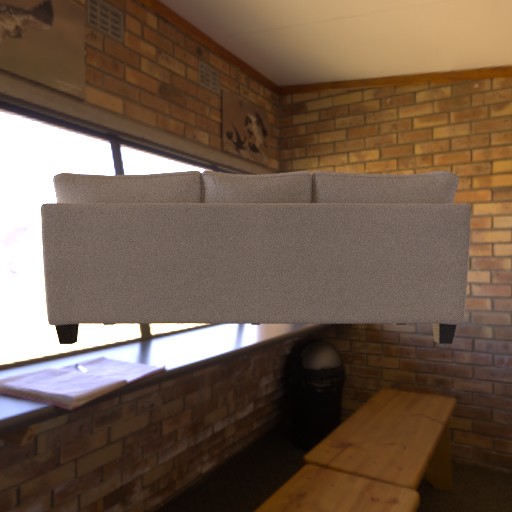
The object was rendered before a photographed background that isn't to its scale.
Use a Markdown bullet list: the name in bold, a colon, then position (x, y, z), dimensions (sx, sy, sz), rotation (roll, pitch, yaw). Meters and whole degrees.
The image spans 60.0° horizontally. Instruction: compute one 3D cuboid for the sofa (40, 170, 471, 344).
- **sofa**: position (0.000, 0.000, 2.841), dimensions (2.323, 0.991, 1.016), rotation (0, -1, -1)
